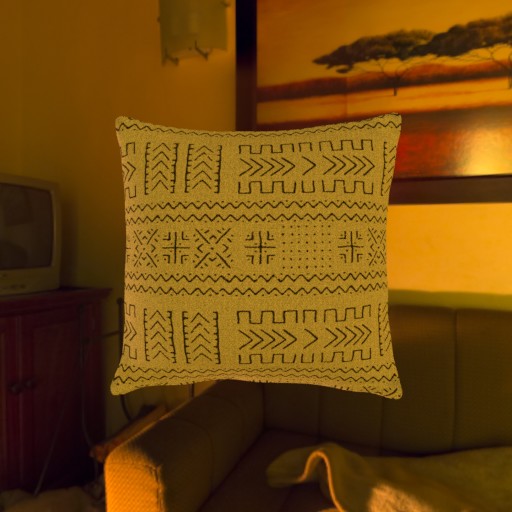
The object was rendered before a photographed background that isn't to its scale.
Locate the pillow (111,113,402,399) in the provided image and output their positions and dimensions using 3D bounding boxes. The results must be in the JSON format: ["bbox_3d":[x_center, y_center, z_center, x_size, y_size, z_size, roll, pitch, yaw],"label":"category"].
[{"bbox_3d":[0.000,0.000,0.668,0.438,0.430,0.164,0,1,0],"label":"pillow"}]
